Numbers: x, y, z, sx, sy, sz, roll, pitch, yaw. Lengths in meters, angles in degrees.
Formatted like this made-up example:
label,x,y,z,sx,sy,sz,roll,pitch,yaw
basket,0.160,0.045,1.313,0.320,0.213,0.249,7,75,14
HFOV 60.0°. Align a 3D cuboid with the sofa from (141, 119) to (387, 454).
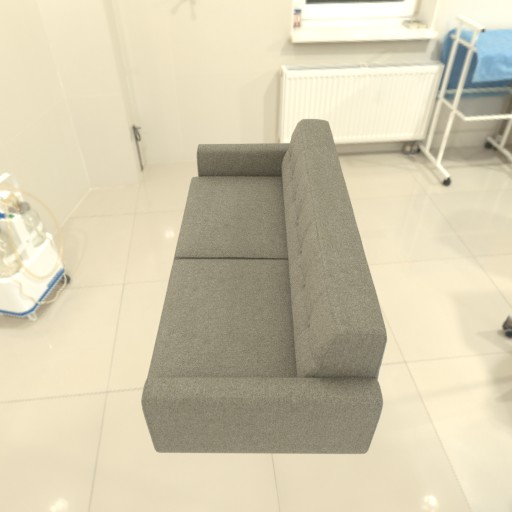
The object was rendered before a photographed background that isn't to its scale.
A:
label,x,y,z,sx,sy,sz,roll,pitch,yaw
sofa,0.000,0.000,2.512,0.968,0.873,2.055,0,41,0
